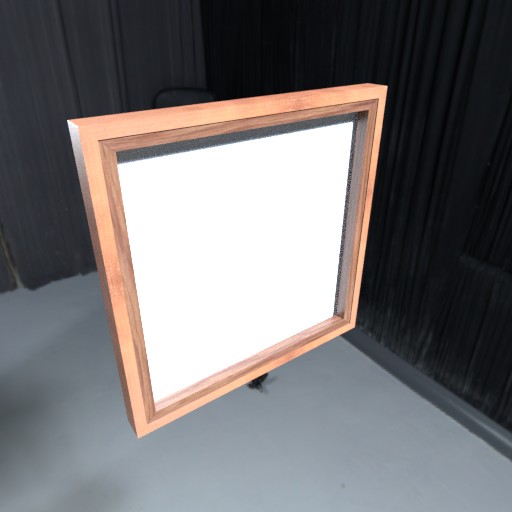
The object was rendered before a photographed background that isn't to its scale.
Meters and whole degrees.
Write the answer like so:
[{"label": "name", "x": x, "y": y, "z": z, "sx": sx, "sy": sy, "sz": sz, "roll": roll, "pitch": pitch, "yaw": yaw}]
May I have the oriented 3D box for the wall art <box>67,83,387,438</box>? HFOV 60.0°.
[{"label": "wall art", "x": 0.000, "y": 0.000, "z": 0.597, "sx": 0.403, "sy": 0.403, "sz": 0.035, "roll": -19, "pitch": 34, "yaw": -30}]
